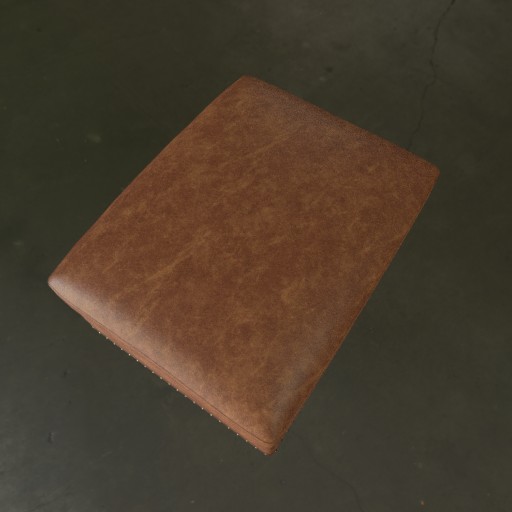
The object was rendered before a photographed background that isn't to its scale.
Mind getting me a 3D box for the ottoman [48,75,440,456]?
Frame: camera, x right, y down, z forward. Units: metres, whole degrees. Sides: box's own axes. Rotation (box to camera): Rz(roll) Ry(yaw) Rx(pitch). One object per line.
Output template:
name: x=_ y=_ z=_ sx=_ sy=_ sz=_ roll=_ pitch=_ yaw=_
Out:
ottoman: x=0.000 y=0.000 z=1.132 sx=0.586 sy=0.486 sz=0.742 roll=31 pitch=68 yaw=14
